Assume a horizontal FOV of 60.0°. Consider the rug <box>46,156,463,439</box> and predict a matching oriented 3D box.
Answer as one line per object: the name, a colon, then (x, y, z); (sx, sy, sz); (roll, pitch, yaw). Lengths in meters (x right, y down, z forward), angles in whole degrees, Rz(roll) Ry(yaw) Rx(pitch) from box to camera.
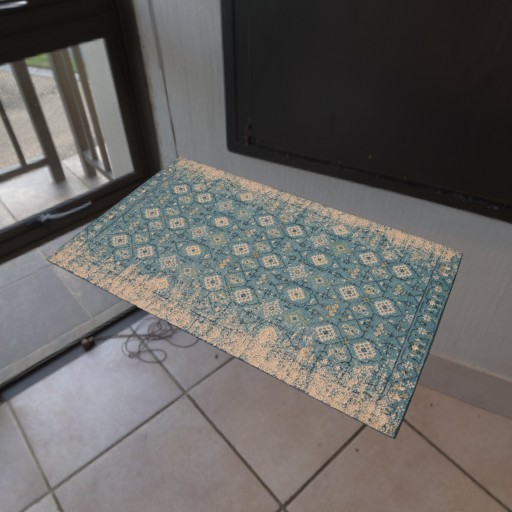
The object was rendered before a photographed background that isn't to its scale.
rug: (0.000, 0.000, 2.218); (1.795, 0.008, 1.102); (22, 49, 21)
